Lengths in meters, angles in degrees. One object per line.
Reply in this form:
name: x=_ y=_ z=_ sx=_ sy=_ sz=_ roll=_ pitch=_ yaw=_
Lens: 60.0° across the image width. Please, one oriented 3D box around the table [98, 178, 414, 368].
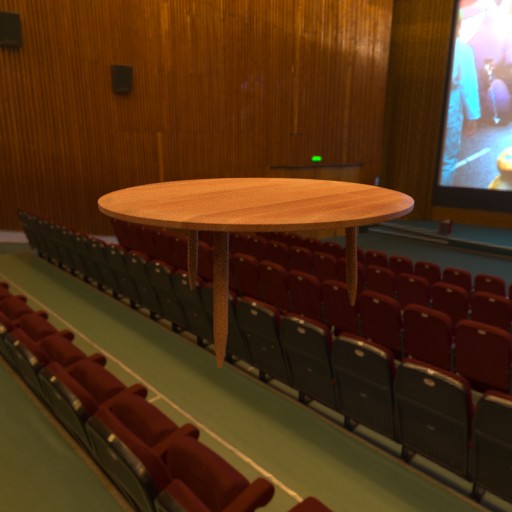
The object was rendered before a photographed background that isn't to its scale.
table: x=0.000 y=0.000 z=1.386 sx=0.900 sy=0.400 sz=0.900 roll=0 pitch=16 yaw=0
